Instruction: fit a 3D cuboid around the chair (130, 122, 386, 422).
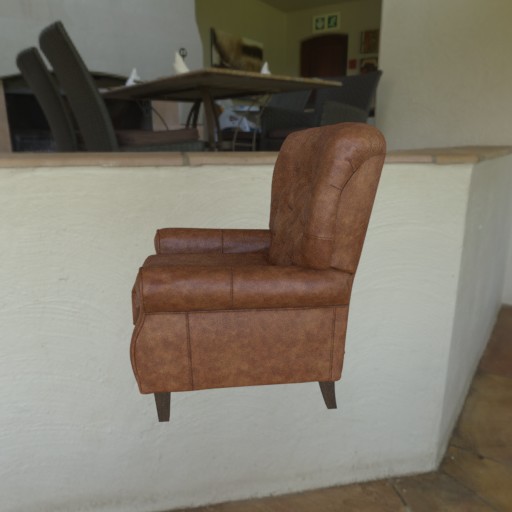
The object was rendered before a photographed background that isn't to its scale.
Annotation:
[{"bbox_3d":[0.000,0.000,2.010,1.059,1.164,0.951,-2,15,-7],"label":"chair"}]
